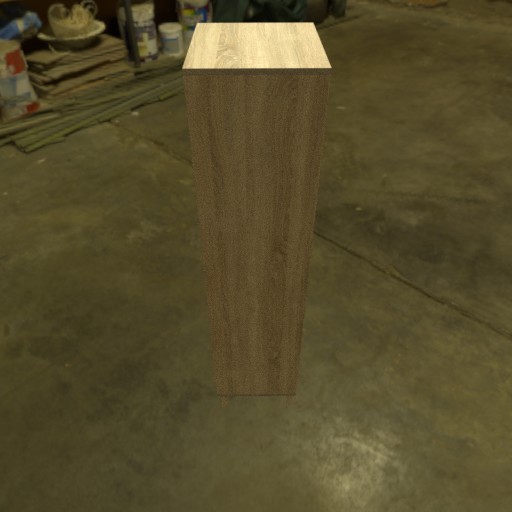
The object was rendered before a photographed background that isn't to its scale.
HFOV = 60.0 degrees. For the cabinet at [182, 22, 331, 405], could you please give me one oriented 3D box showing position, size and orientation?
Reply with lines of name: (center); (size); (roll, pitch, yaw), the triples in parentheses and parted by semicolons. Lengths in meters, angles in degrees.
cabinet: (0.000, 0.000, 2.175); (0.450, 1.960, 0.510); (0, 41, -1)
